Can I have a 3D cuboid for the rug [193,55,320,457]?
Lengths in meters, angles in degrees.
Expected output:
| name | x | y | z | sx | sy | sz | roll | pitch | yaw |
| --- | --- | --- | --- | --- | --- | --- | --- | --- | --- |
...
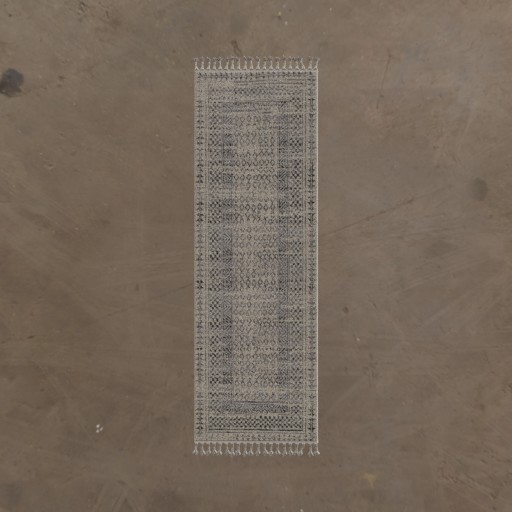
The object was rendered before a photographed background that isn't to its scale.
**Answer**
| name | x | y | z | sx | sy | sz | roll | pitch | yaw |
| --- | --- | --- | --- | --- | --- | --- | --- | --- | --- |
| rug | 0.000 | 0.000 | 2.736 | 0.786 | 0.013 | 2.480 | 0 | 90 | 1 |
